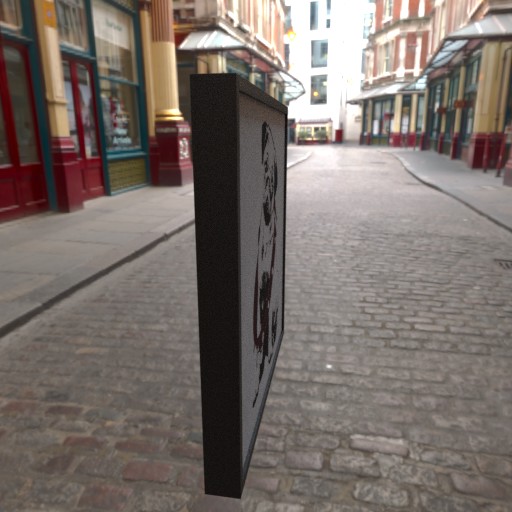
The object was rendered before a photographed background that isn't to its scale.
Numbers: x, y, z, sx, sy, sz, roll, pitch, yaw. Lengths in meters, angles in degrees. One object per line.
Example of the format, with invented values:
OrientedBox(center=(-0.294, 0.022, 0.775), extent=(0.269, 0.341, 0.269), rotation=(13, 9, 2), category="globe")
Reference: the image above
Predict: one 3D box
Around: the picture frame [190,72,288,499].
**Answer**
OrientedBox(center=(0.000, 0.000, 0.466), extent=(0.030, 0.317, 0.317), rotation=(3, 15, 9), category="picture frame")
